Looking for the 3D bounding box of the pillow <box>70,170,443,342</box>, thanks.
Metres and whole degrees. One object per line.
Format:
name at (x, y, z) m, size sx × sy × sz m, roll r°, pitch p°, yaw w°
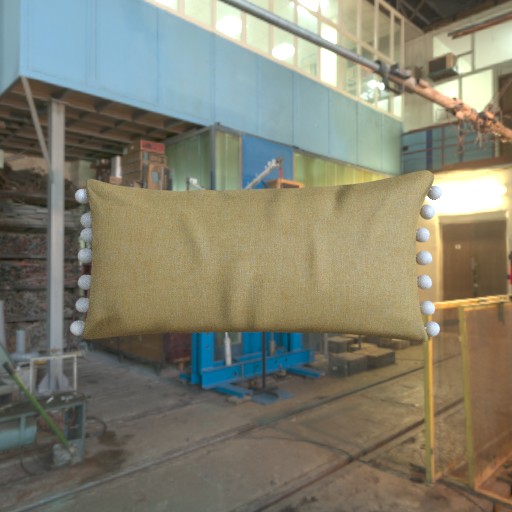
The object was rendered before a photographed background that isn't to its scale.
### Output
pillow at (0.000, 0.000, 0.833) m, size 0.709 × 0.322 × 0.201 m, roll 0°, pitch -1°, yaw 1°
